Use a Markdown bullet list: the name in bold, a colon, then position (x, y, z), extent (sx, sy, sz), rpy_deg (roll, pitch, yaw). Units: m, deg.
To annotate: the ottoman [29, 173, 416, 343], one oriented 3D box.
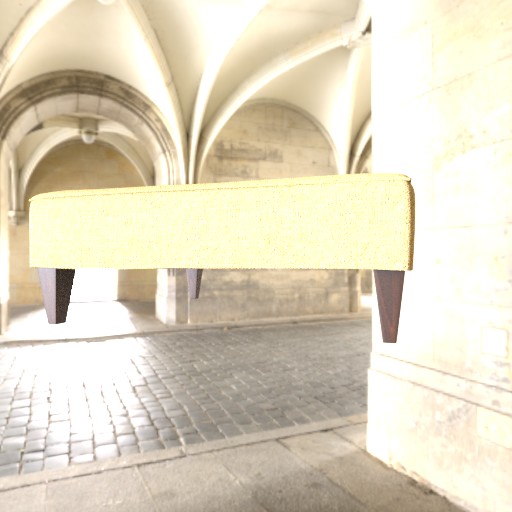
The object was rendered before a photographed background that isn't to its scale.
- **ottoman**: position (0.000, 0.000, 1.484), extent (0.981, 0.378, 0.970), rpy_deg (0, -1, 18)
